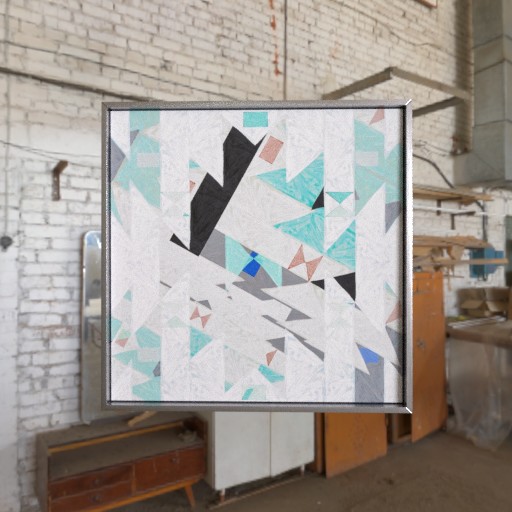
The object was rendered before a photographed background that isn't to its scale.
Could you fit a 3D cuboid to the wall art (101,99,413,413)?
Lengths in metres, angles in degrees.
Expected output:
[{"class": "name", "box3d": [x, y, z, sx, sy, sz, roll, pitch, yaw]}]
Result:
[{"class": "wall art", "box3d": [0.000, 0.000, 0.516, 0.350, 0.350, 0.038, 0, 0, 1]}]
